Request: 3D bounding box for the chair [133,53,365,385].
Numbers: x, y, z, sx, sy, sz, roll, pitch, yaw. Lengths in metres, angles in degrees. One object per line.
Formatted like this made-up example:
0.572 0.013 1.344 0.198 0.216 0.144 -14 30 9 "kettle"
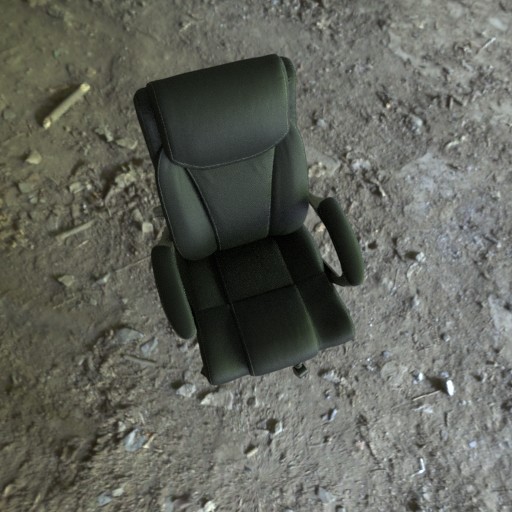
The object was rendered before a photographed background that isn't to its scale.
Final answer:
0.000 0.000 1.640 0.741 1.167 0.784 -16 64 -8 "chair"
